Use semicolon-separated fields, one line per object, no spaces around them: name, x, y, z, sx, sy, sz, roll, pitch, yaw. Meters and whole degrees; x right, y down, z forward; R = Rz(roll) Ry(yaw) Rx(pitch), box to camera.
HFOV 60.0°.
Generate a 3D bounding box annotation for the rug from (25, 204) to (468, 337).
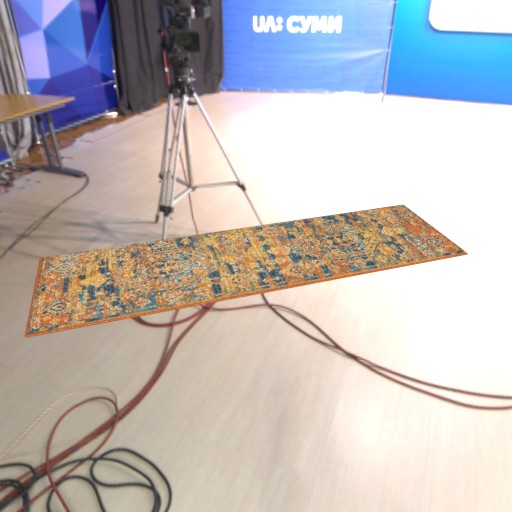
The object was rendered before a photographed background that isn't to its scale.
rug;0.000;0.000;2.440;2.274;0.016;0.651;-9;34;-14
